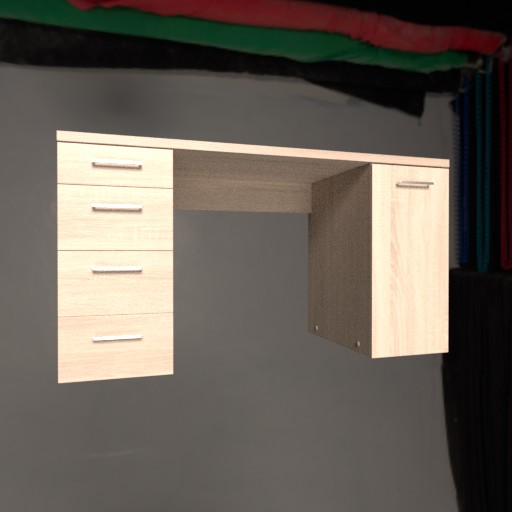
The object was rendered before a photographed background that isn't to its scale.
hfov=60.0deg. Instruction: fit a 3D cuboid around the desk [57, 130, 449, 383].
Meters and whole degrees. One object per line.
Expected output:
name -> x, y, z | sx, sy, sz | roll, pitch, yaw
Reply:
desk -> 0.000, 0.000, 1.759 | 1.390, 0.740, 0.600 | 0, 0, -17
